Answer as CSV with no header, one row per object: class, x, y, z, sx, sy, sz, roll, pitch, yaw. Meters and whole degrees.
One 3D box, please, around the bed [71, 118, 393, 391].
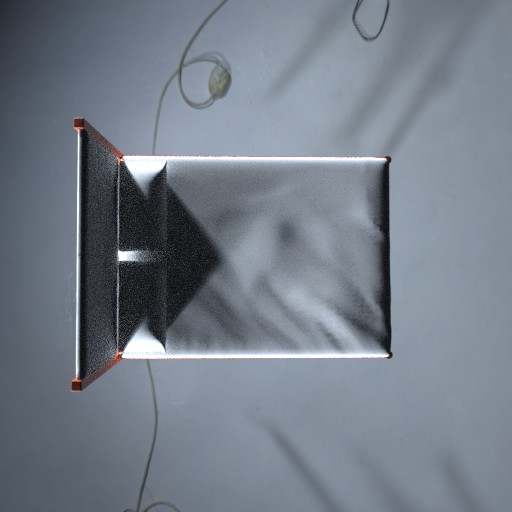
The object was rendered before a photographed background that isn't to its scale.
bed,0.000,0.000,3.124,2.117,1.165,1.566,0,89,-2
